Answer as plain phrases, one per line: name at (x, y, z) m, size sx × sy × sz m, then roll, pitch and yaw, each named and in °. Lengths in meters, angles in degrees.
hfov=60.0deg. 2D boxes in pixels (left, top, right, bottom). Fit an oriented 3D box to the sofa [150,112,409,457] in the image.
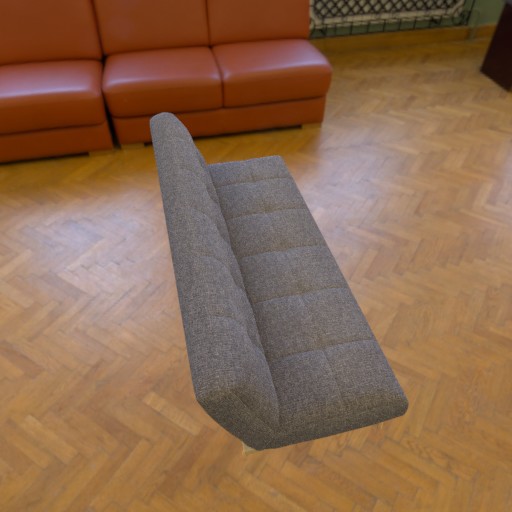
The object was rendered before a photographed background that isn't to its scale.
sofa at (0.000, 0.000, 2.255) m, size 0.820 × 0.770 × 1.820 m, roll -10°, pitch 47°, yaw -10°
